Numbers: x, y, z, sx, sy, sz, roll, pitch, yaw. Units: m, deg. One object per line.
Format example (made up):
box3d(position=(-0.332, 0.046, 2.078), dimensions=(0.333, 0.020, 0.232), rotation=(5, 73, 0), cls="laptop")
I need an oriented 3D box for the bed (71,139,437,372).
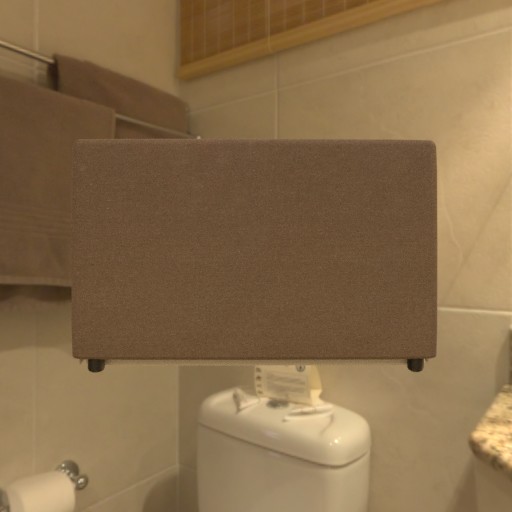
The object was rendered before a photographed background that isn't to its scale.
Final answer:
box3d(position=(0.000, 0.000, 3.608), dimensions=(2.119, 1.317, 2.341), rotation=(0, 0, 0), cls="bed")
